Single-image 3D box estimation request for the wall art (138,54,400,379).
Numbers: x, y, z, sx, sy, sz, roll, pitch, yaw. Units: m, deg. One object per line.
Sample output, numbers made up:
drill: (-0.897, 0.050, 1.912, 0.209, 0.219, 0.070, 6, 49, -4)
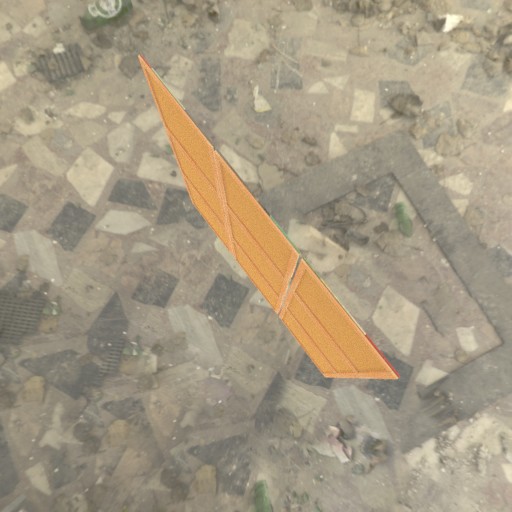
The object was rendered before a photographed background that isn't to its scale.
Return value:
wall art: (0.000, 0.000, 1.847, 0.013, 1.220, 1.216, -36, 78, -9)
